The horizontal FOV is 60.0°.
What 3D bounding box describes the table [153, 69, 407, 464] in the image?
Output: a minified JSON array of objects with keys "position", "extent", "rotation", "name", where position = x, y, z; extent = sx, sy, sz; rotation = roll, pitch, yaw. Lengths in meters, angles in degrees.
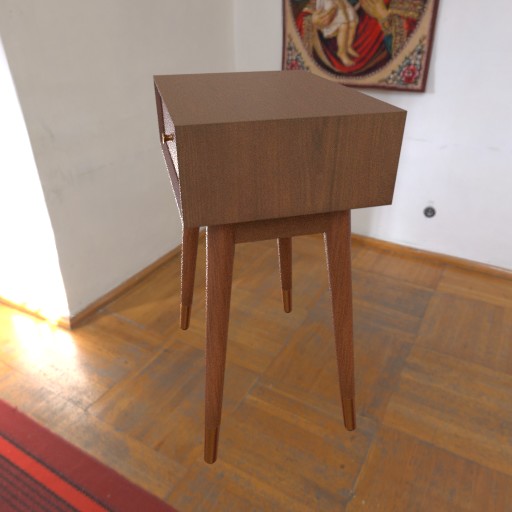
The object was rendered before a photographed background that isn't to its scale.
[{"position":[0.000,0.000,0.840],"extent":[0.300,0.599,0.406],"rotation":[-8,31,-13],"name":"table"}]
